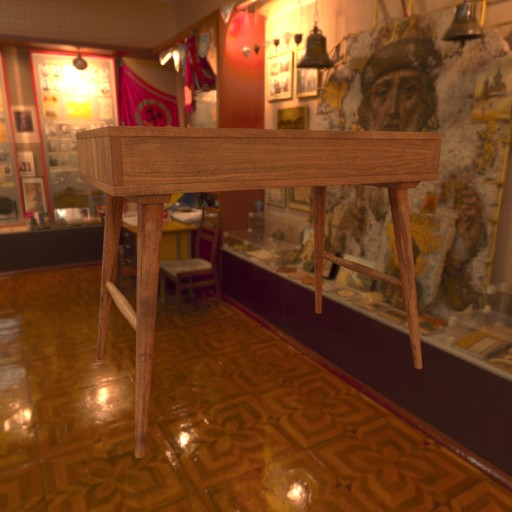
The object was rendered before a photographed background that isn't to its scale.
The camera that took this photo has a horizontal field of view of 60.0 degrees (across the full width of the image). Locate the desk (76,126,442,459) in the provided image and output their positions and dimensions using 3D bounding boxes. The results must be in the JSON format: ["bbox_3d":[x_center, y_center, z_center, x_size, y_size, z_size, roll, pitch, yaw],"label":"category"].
[{"bbox_3d":[0.000,0.000,1.415,0.949,0.758,0.588,-7,16,-27],"label":"desk"}]
